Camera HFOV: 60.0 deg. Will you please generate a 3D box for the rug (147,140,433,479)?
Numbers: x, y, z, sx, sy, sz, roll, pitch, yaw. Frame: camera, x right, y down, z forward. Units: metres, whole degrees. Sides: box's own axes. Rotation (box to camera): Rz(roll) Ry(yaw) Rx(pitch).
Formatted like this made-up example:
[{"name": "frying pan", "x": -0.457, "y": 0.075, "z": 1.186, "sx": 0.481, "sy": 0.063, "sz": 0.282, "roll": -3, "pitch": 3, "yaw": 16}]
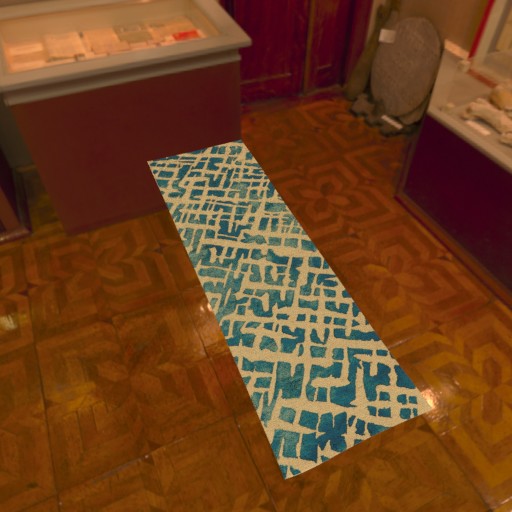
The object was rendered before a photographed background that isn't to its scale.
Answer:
[{"name": "rug", "x": 0.000, "y": 0.000, "z": 2.716, "sx": 0.768, "sy": 0.011, "sz": 2.446, "roll": -17, "pitch": 50, "yaw": -15}]
